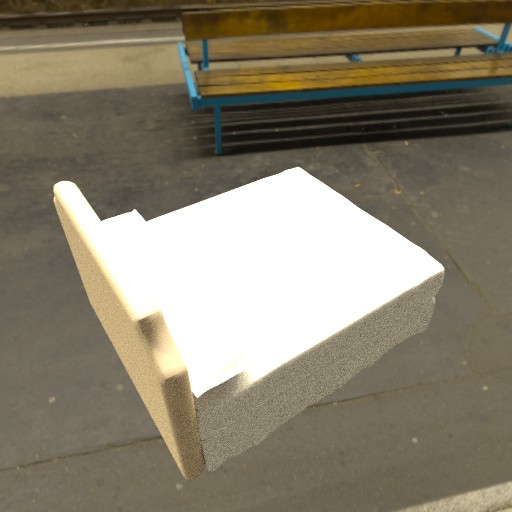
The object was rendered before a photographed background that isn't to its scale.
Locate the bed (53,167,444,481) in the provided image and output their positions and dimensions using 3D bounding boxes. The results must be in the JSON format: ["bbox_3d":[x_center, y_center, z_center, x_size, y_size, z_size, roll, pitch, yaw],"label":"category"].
[{"bbox_3d":[0.000,0.000,3.765,2.548,1.524,2.134,-24,47,-25],"label":"bed"}]
